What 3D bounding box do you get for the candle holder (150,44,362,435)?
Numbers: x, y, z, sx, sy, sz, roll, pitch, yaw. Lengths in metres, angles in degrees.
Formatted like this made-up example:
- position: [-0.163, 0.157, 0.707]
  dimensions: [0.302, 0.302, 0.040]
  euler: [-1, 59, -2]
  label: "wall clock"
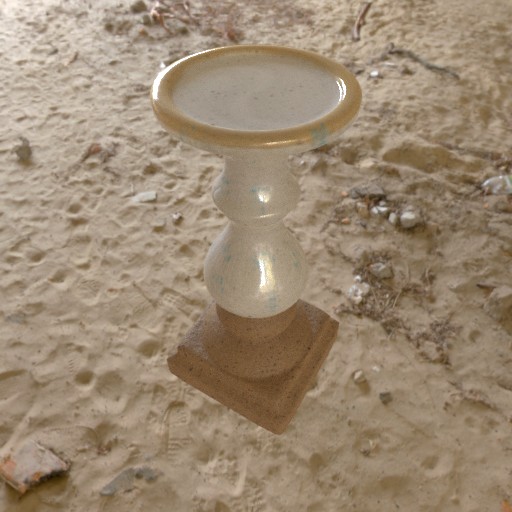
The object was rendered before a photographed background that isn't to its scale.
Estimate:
- position: [0.000, 0.000, 0.298]
  dimensions: [0.110, 0.239, 0.110]
  euler: [23, 50, 21]
  label: "candle holder"
